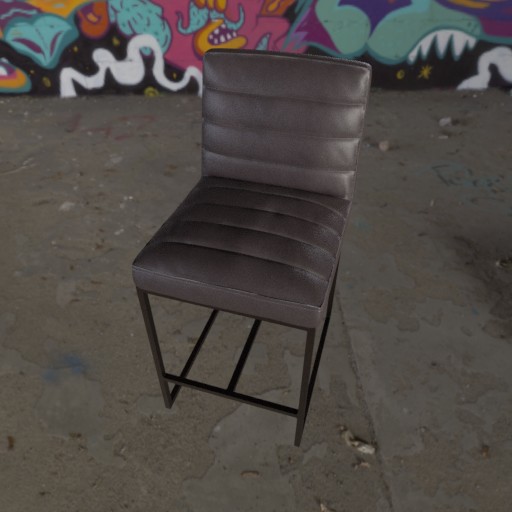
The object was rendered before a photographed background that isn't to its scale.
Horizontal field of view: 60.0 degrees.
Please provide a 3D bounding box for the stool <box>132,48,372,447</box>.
[{"bbox_3d":[0.000,0.000,1.250,0.463,0.946,0.562,11,42,13],"label":"stool"}]
